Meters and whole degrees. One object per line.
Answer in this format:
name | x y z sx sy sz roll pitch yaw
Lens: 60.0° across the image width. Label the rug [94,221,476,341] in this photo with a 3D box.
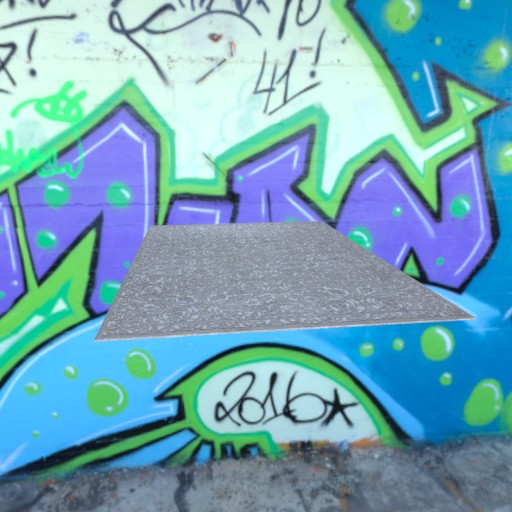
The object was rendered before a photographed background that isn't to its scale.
rug | 0.000 0.000 2.266 1.221 0.006 1.827 -2 15 -8
